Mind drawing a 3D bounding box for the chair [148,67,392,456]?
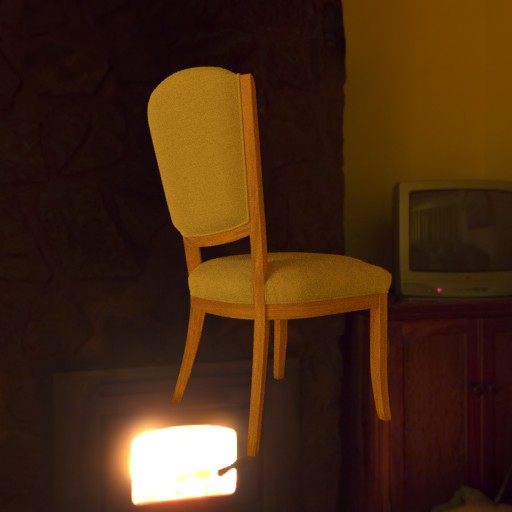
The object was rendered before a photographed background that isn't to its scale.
[{"bbox_3d":[0.000,0.000,1.280,0.584,0.905,0.513,0,0,-34],"label":"chair"}]
